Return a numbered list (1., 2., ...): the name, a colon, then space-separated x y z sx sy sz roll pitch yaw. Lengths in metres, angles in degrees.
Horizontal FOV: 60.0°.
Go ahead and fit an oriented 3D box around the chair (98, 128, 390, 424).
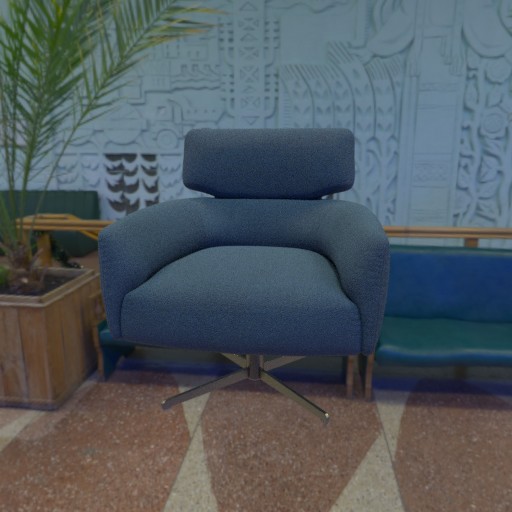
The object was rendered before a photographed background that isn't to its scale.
1. chair: 0.000 0.000 1.410 0.738 0.813 0.761 2 13 8
